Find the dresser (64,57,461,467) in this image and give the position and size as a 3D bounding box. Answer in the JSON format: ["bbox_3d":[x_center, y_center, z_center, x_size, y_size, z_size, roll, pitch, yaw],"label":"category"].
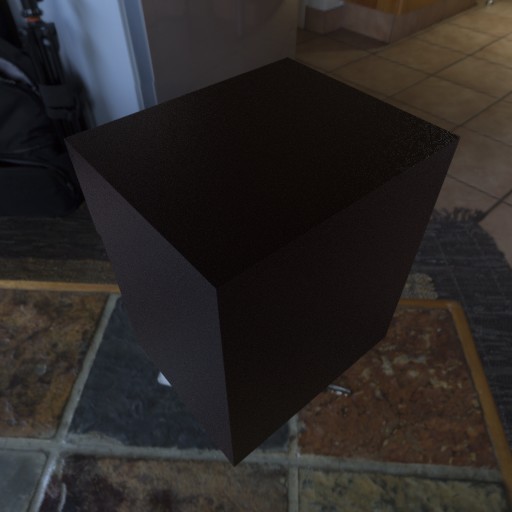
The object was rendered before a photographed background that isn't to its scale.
[{"bbox_3d":[0.000,0.000,0.758,0.400,0.470,0.360,-31,54,-27],"label":"dresser"}]
